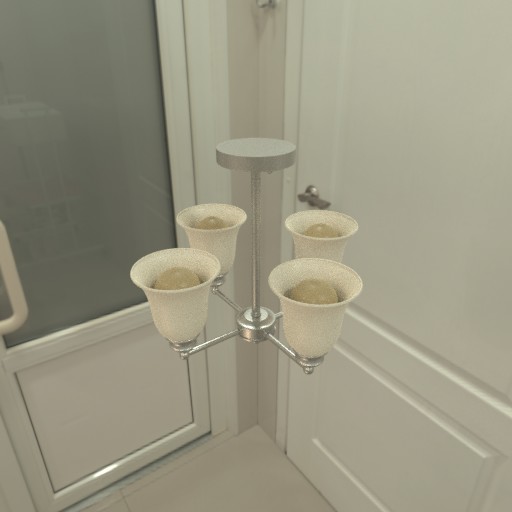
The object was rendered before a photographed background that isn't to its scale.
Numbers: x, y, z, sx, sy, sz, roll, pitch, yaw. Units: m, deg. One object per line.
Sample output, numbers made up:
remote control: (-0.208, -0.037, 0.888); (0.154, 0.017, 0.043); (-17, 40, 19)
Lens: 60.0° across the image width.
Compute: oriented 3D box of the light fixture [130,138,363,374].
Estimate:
light fixture: (0.000, 0.000, 0.751); (0.427, 0.370, 0.427); (-18, 32, -31)
